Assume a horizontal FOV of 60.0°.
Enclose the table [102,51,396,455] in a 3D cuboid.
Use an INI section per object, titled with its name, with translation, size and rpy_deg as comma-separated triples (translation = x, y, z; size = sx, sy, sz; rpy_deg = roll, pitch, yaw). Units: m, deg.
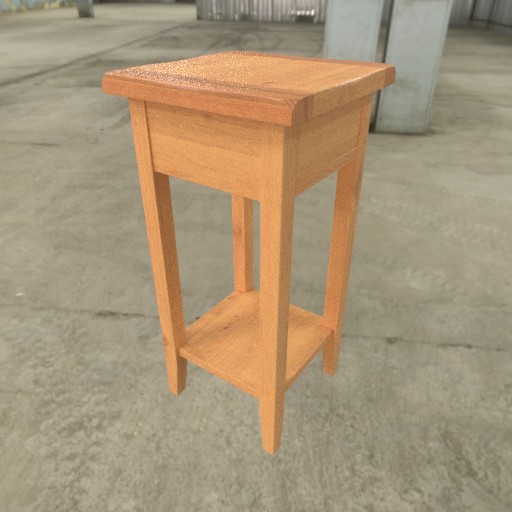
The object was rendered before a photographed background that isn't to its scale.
[table]
translation = 0.000, 0.000, 0.938
size = 0.360, 0.740, 0.360
rpy_deg = 20, 37, 29
